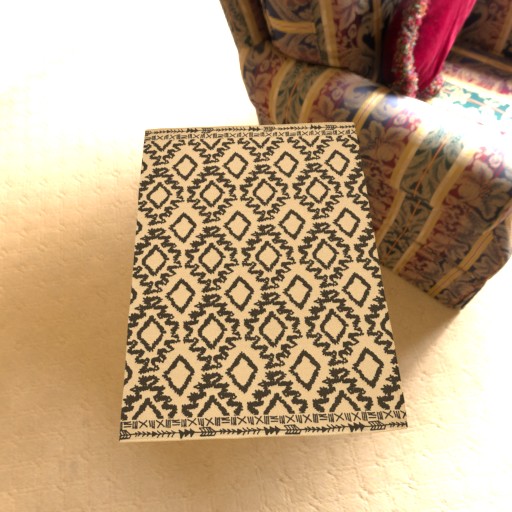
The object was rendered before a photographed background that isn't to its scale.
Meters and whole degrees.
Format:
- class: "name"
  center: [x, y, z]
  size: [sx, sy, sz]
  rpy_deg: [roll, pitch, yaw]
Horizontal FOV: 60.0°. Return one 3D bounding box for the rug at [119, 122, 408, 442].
- class: "rug"
  center: [0.000, 0.000, 4.417]
  size: [2.444, 0.036, 3.369]
  rpy_deg: [-2, 65, -1]
